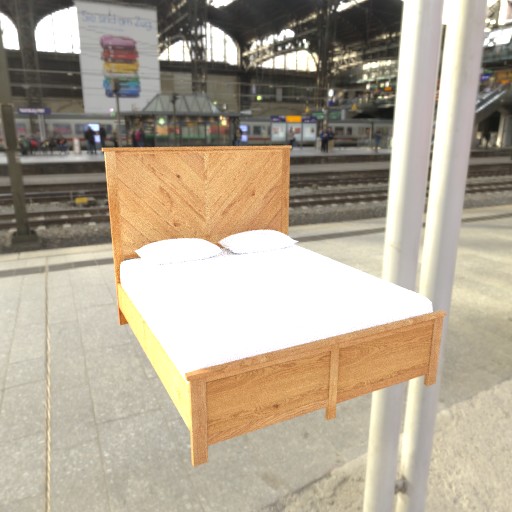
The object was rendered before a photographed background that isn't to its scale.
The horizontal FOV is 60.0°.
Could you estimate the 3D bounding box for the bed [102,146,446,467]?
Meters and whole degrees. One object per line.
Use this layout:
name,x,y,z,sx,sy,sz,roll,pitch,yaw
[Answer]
bed,0.000,0.000,3.620,1.936,1.686,2.201,-8,17,-26
